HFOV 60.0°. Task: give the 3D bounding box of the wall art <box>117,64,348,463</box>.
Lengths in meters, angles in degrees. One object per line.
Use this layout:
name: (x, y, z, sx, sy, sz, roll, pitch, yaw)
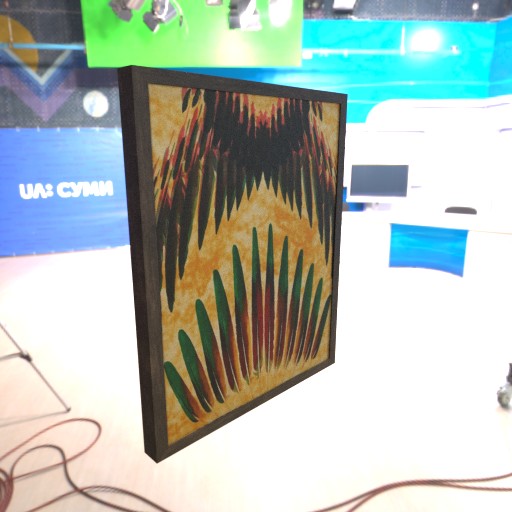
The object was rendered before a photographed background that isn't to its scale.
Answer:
wall art: (0.000, 0.000, 0.556, 0.329, 0.406, 0.027, -13, 19, -43)
